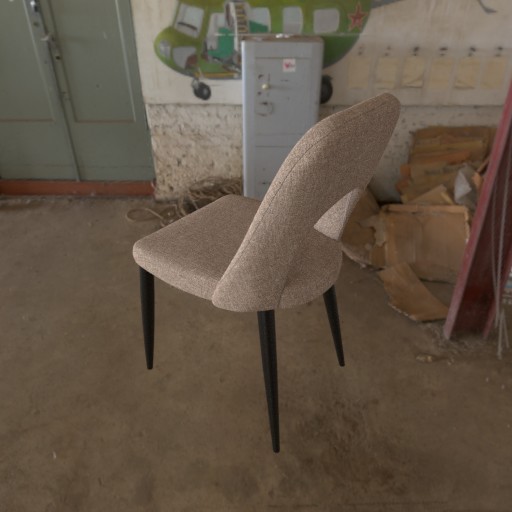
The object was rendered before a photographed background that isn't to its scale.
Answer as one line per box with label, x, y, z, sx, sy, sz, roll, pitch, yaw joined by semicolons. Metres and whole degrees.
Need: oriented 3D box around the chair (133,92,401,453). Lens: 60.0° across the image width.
chair;0.000;0.000;1.265;0.612;0.931;0.470;22;38;30
